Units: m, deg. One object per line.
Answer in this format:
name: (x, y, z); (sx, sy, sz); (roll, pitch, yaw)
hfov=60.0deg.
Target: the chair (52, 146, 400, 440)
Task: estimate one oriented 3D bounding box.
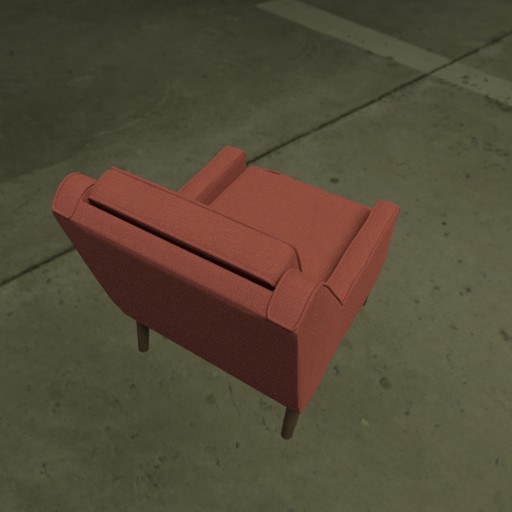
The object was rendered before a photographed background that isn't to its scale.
chair: (0.000, 0.000, 1.386); (0.680, 0.812, 0.770); (24, 52, 21)
